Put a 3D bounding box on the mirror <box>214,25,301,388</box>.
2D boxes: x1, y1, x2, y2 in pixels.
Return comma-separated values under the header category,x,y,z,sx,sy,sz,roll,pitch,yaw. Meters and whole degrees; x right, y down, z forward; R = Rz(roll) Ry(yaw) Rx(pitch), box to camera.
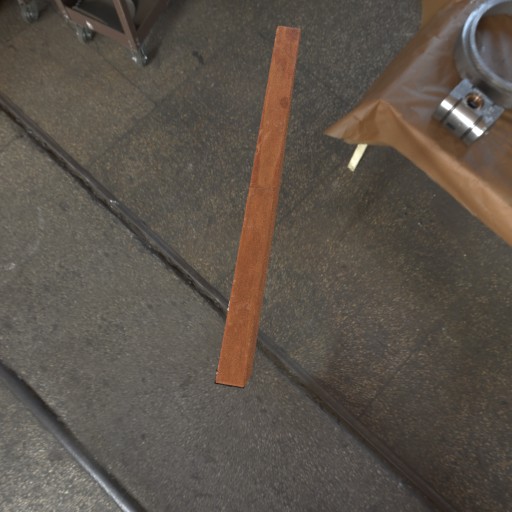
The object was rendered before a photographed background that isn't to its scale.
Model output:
category,x,y,z,sx,sy,sz,roll,pitch,yaw
mirror,0.000,0.000,0.958,0.053,0.761,0.517,9,76,2
